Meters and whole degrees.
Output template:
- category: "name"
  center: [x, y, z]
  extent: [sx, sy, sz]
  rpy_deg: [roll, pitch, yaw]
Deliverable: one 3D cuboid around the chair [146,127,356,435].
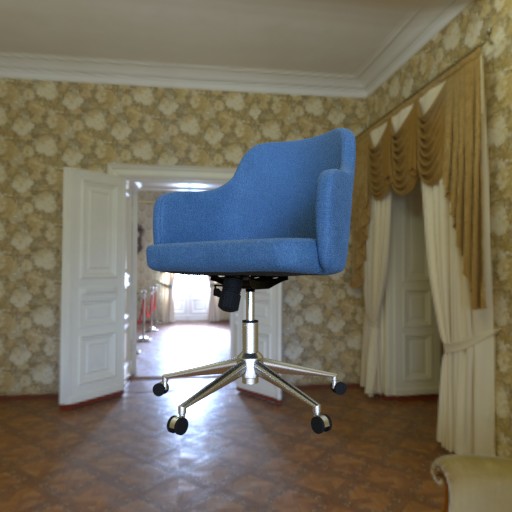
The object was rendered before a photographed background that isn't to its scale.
- category: "chair"
  center: [0.000, 0.000, 1.268]
  extent: [0.599, 0.820, 0.655]
  rpy_deg: [-1, -2, 36]
